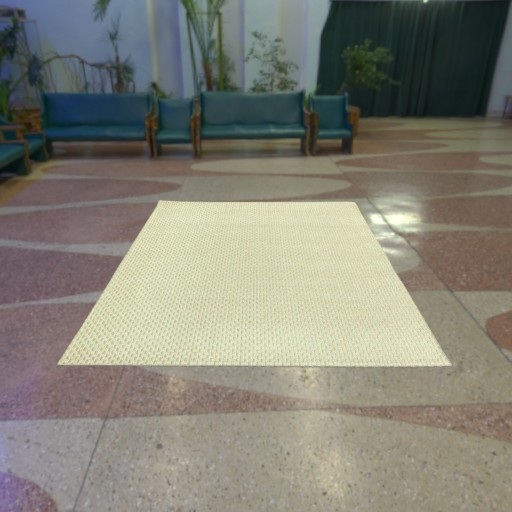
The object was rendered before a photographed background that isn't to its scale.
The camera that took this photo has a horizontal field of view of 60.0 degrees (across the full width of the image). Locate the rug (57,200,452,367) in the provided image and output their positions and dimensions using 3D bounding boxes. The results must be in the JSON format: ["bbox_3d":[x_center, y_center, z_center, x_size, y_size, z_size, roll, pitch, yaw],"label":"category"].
[{"bbox_3d":[0.000,0.000,3.843,2.277,0.035,2.897,0,26,0],"label":"rug"}]
